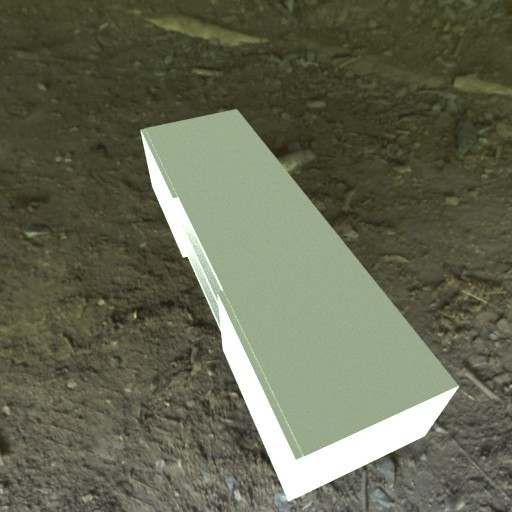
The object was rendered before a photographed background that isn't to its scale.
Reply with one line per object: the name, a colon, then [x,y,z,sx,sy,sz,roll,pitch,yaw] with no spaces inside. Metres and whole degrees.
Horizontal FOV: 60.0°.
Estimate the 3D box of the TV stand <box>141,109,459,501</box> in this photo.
TV stand: [0.000,0.000,1.520,0.420,0.310,1.400,-17,49,-16]
